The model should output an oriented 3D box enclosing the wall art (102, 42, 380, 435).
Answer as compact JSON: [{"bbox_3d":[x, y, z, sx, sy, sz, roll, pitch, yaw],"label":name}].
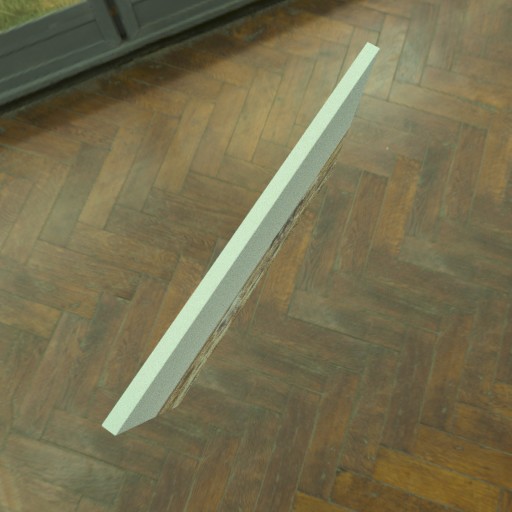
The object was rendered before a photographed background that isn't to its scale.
[{"bbox_3d":[0.000,0.000,1.895,0.051,1.016,1.520,32,78,8],"label":"wall art"}]
